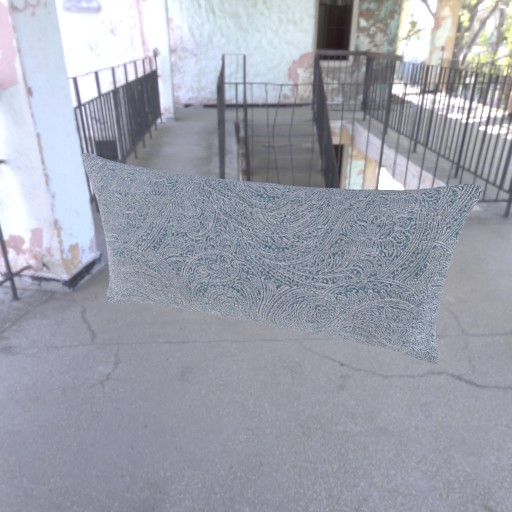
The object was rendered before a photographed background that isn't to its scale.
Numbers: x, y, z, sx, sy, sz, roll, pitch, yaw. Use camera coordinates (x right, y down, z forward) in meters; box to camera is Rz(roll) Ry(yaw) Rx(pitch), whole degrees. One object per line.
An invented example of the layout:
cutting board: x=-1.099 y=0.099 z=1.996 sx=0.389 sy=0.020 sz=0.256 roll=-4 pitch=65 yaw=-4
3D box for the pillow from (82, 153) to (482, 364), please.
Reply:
pillow: x=0.000 y=0.000 z=0.721 sx=0.615 sy=0.295 sz=0.151 roll=8 pitch=27 yaw=16
